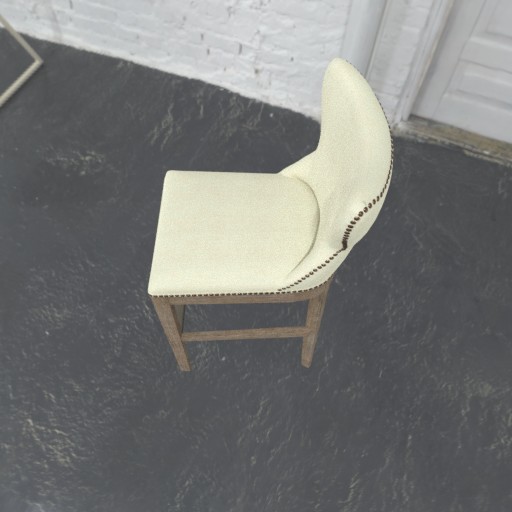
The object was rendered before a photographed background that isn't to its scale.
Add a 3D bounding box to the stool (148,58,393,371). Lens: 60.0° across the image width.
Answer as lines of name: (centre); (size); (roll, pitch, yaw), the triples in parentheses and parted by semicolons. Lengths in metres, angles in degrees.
stool: (0.000, 0.000, 1.436); (0.606, 1.123, 0.494); (0, 59, 0)
